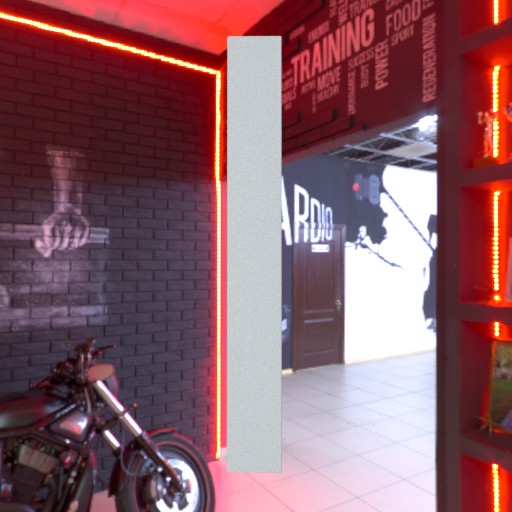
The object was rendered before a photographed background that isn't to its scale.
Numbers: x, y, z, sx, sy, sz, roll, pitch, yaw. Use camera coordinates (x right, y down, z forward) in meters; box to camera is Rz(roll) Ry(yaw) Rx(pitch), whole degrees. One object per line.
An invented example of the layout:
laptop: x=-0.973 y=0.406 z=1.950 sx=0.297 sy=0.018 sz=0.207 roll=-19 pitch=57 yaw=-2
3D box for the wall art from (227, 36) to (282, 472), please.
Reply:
wall art: x=0.000 y=0.000 z=0.462 sx=0.038 sy=0.305 sz=0.305 roll=0 pitch=-1 yaw=0
